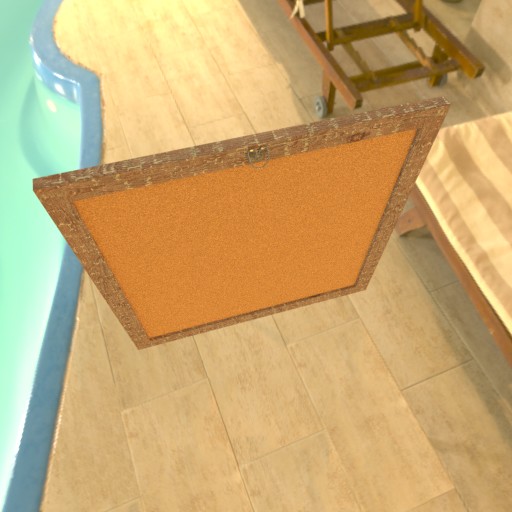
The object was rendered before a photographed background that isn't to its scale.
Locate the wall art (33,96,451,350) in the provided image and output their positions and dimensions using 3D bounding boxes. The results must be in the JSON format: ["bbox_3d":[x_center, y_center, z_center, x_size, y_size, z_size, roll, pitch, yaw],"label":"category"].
[{"bbox_3d":[0.000,0.000,0.552,0.380,0.380,0.022,-14,59,-8],"label":"wall art"}]
